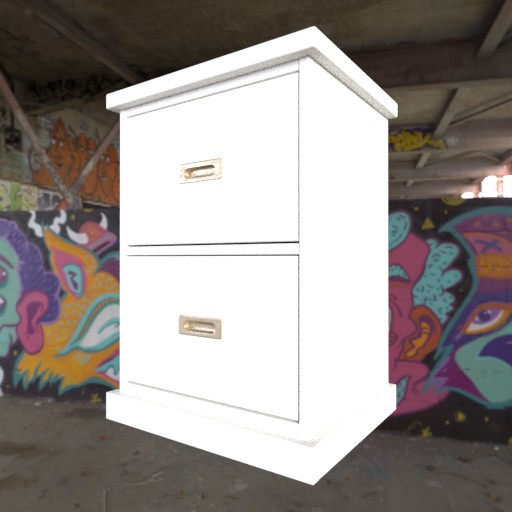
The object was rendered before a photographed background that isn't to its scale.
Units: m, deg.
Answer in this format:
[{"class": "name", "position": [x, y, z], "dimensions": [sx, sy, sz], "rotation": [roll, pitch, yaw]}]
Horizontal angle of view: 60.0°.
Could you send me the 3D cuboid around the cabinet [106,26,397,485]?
[{"class": "cabinet", "position": [0.000, 0.000, 1.019], "dimensions": [0.520, 0.723, 0.431], "rotation": [0, 0, 35]}]
